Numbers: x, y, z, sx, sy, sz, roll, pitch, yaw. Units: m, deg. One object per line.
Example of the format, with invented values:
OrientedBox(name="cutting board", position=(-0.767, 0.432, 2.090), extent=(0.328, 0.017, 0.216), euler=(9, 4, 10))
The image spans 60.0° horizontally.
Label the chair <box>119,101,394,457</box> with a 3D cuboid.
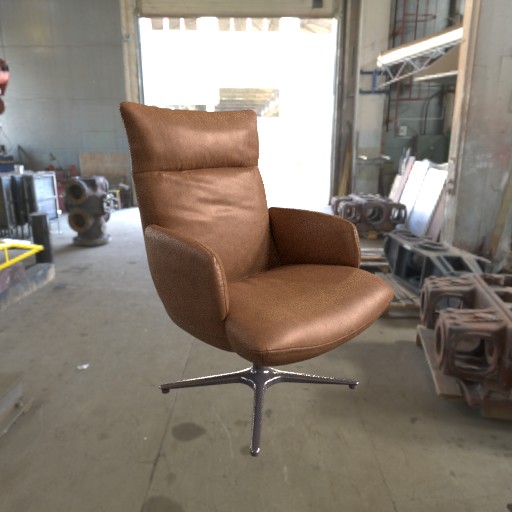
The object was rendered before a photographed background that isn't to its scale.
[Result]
OrientedBox(name="chair", position=(0.000, 0.000, 1.547), extent=(0.711, 1.027, 0.794), euler=(-14, 20, -43))
